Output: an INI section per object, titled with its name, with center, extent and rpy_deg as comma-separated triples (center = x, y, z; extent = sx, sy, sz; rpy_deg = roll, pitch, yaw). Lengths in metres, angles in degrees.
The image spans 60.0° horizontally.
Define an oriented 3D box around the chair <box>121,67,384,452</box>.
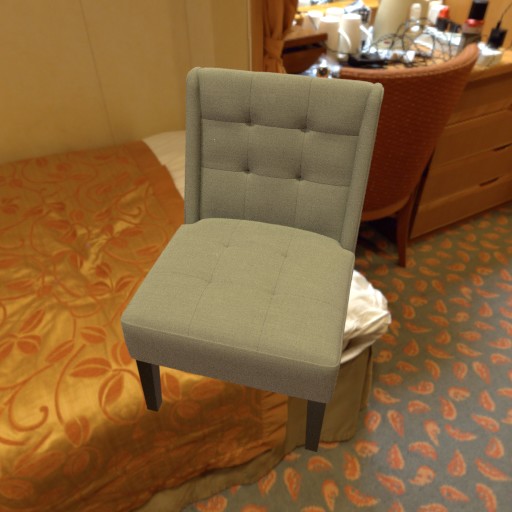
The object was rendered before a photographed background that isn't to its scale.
[chair]
center = 0.000, 0.000, 1.302
extent = 0.569, 0.853, 0.676
rpy_deg = 10, 42, 11
